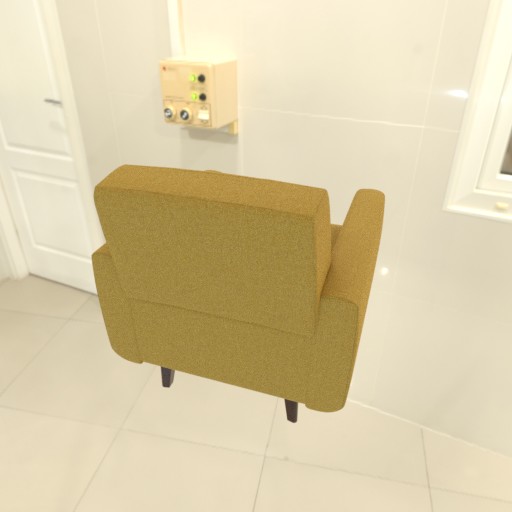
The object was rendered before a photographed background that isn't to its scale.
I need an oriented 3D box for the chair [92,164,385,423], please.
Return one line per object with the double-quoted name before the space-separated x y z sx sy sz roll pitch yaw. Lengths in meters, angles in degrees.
"chair" 0.000 0.000 1.612 0.831 0.841 0.909 10 32 16
